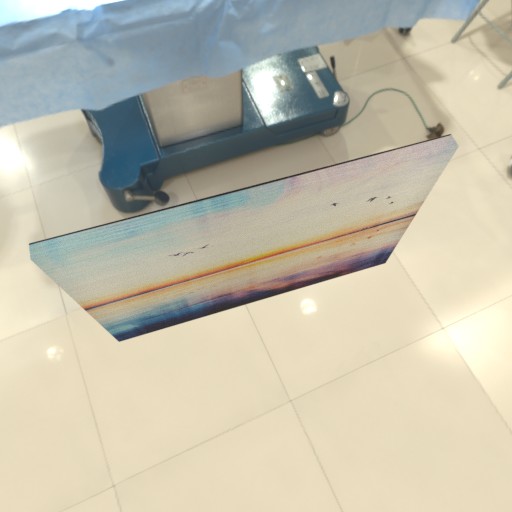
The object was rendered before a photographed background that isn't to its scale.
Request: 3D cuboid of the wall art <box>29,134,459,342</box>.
[{"bbox_3d":[0.000,0.000,1.182,0.911,0.605,0.037,-16,65,-7],"label":"wall art"}]
